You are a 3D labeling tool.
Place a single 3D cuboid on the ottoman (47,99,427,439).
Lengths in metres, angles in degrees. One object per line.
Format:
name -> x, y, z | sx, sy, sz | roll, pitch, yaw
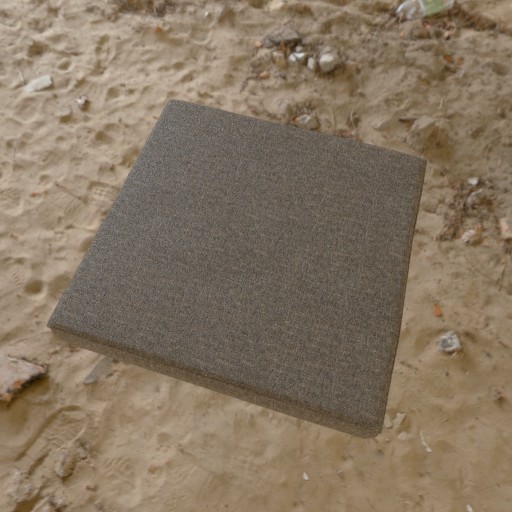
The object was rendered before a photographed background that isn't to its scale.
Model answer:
ottoman -> 0.000, 0.000, 1.574 | 1.016, 0.379, 0.981 | 15, 64, 8
